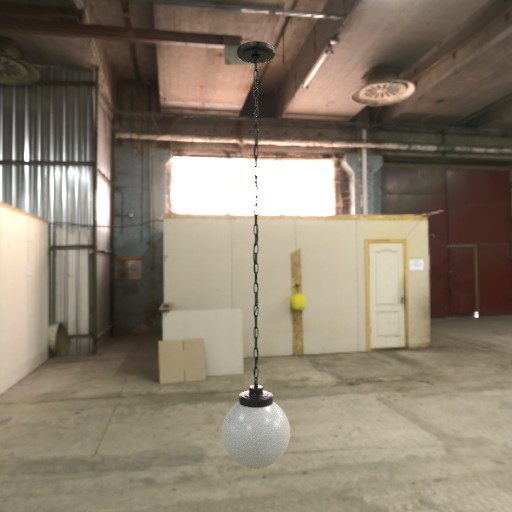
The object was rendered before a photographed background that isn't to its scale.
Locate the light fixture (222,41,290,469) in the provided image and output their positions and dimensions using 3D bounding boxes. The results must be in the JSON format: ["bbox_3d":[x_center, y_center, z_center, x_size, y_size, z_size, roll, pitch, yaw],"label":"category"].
[{"bbox_3d":[0.000,0.000,1.995,0.304,1.867,0.305,0,-1,18],"label":"light fixture"}]
